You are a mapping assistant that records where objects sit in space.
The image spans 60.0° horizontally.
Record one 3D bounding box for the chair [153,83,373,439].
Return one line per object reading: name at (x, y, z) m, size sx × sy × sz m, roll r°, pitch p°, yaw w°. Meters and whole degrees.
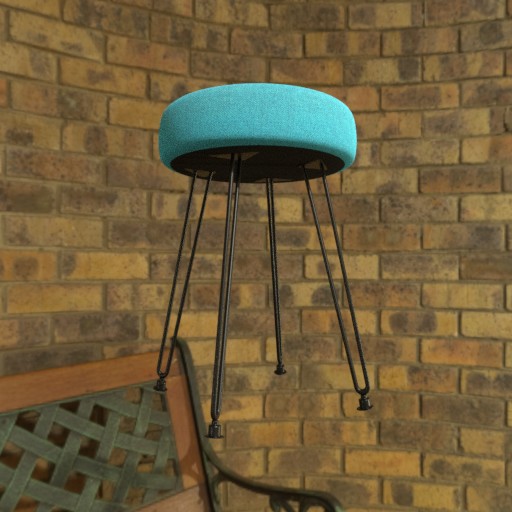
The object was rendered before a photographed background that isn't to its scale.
chair at (0.000, 0.000, 0.685) m, size 0.350 × 0.440 × 0.350 m, roll 0°, pitch -1°, yaw 17°
